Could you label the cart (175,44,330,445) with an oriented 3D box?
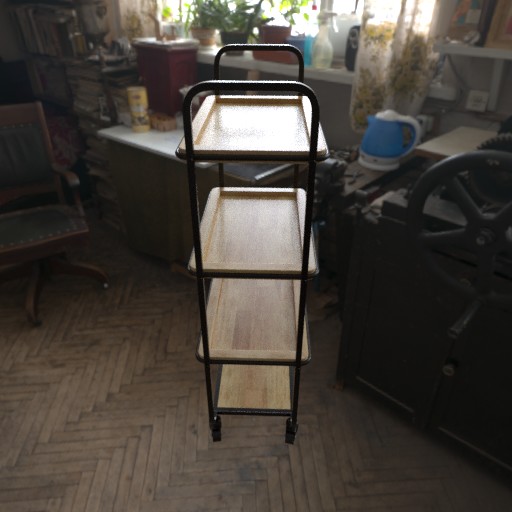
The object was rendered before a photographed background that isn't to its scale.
[{"bbox_3d":[0.000,0.000,1.315,0.321,1.080,0.545,1,32,2],"label":"cart"}]
